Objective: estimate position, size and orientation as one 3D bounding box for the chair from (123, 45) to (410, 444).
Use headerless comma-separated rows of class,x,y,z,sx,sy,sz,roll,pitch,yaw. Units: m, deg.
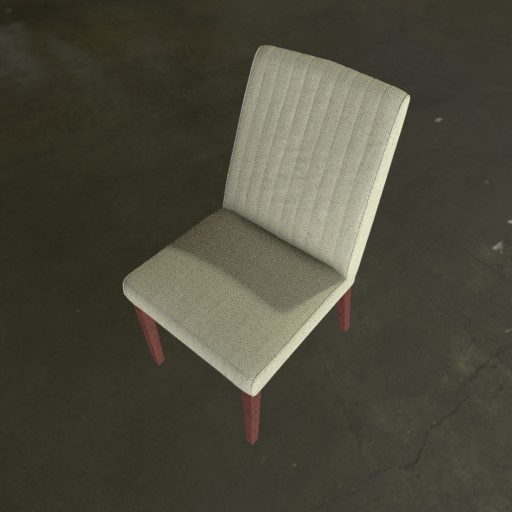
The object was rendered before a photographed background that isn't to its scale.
chair,0.000,0.000,1.236,0.480,0.900,0.594,31,54,26
